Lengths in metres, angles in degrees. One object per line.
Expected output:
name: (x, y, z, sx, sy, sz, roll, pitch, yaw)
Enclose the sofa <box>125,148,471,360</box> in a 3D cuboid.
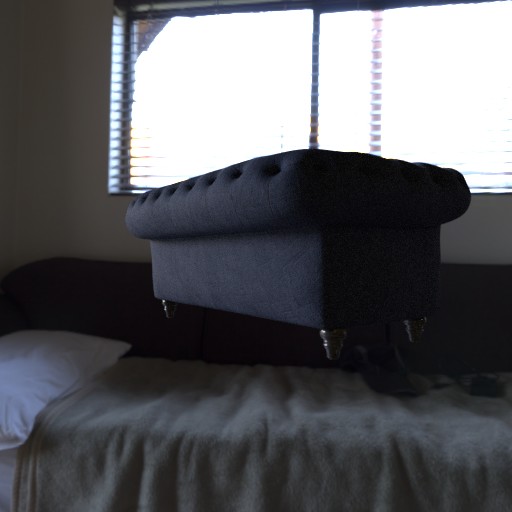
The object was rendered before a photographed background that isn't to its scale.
sofa: (0.000, 0.000, 2.508, 1.082, 0.833, 1.988, 0, 0, -36)
